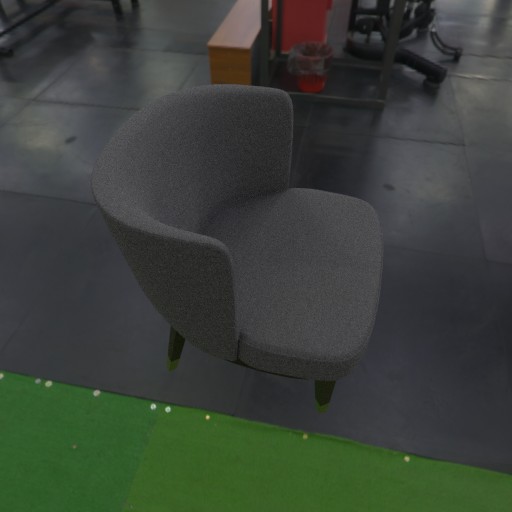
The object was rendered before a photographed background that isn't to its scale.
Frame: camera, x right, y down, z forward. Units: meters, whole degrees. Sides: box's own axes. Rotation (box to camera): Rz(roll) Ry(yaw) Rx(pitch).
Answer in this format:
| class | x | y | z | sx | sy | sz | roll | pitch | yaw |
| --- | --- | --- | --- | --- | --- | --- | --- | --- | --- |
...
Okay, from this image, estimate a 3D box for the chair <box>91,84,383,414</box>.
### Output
| class | x | y | z | sx | sy | sz | roll | pitch | yaw |
| --- | --- | --- | --- | --- | --- | --- | --- | --- | --- |
| chair | 0.000 | 0.000 | 1.259 | 0.698 | 0.695 | 0.639 | 11 | 48 | 10 |
